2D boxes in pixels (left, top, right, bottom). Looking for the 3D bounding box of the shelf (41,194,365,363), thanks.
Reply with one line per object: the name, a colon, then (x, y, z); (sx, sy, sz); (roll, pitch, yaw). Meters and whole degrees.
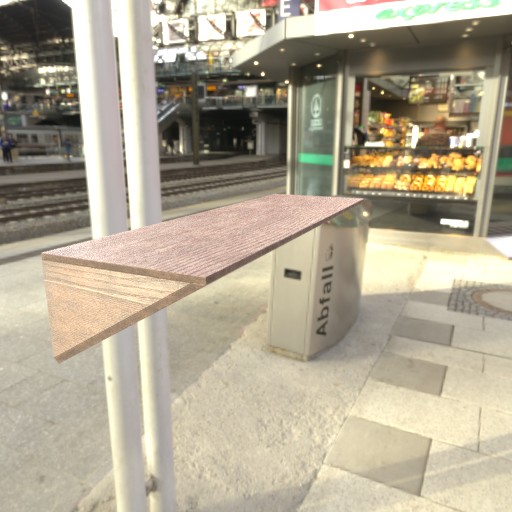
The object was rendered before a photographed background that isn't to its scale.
shelf: (0.000, 0.000, 0.698); (0.200, 0.125, 0.610); (7, 16, 25)
